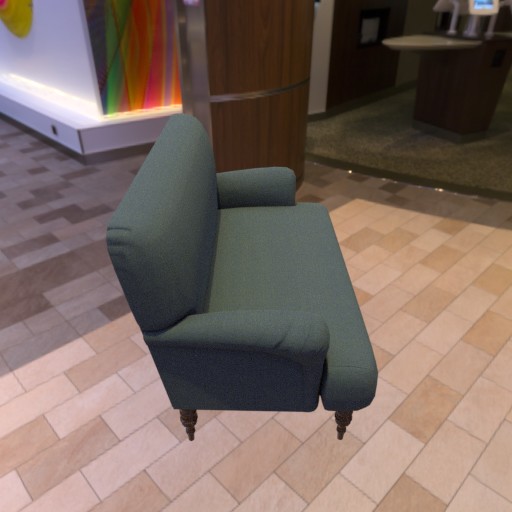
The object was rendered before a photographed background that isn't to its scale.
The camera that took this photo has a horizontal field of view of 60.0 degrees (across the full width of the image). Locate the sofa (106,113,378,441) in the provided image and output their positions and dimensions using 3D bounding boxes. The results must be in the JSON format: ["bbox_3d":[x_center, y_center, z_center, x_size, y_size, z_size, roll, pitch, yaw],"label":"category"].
[{"bbox_3d":[0.000,0.000,1.828,0.779,0.889,1.297,0,32,0],"label":"sofa"}]
